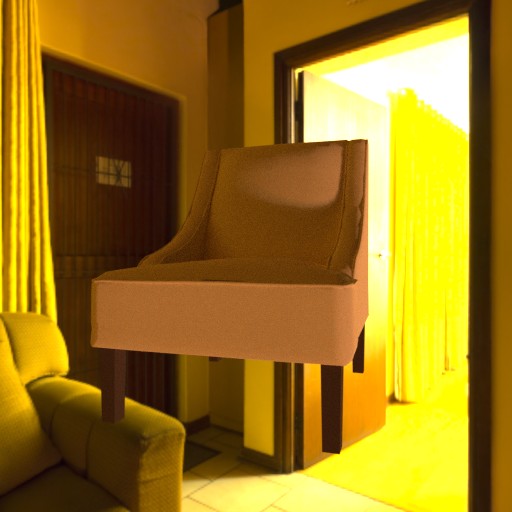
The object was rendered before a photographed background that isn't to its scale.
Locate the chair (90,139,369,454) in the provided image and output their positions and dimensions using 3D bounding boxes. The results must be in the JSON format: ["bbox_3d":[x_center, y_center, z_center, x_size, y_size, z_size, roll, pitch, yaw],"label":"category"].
[{"bbox_3d":[0.000,0.000,1.440,0.689,0.886,0.806,0,0,18],"label":"chair"}]
